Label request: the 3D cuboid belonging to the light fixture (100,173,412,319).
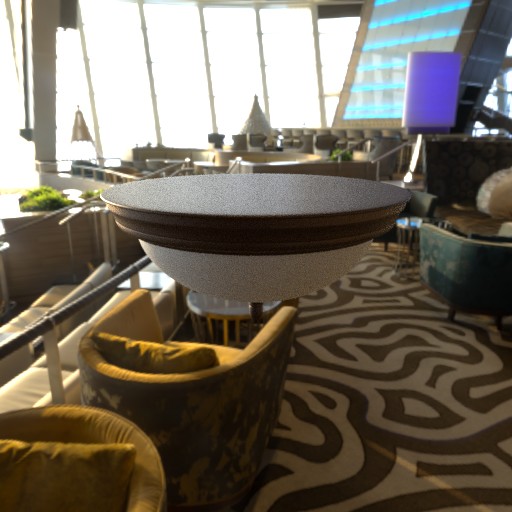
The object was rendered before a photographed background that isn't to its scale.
[{"bbox_3d":[0.000,0.000,0.438,0.280,0.135,0.280,0,16,0],"label":"light fixture"}]
